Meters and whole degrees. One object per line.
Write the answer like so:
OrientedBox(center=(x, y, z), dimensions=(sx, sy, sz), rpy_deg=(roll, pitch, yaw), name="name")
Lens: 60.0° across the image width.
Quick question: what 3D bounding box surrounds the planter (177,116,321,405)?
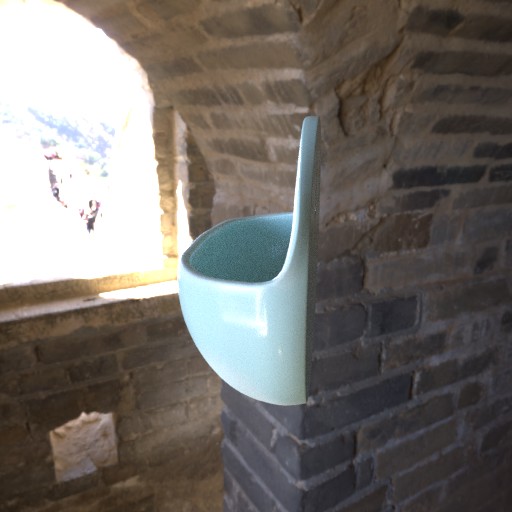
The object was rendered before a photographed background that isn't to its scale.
OrientedBox(center=(0.000, 0.000, 0.272), dimensions=(0.073, 0.164, 0.189), rpy_deg=(2, 15, 9), name="planter")
